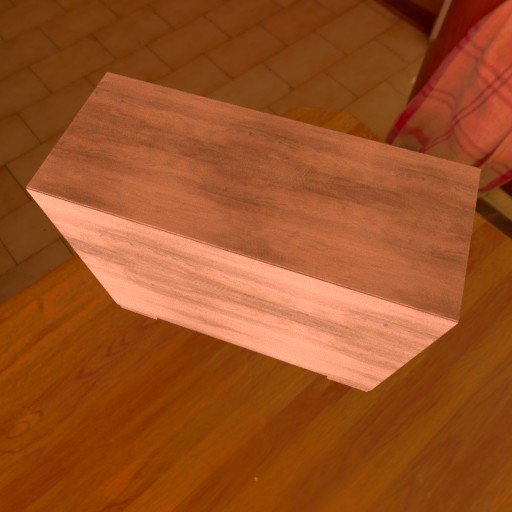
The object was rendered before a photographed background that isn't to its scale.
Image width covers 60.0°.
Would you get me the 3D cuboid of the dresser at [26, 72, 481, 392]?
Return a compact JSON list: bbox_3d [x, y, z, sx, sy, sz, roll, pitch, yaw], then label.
[{"bbox_3d":[0.000,0.000,1.405,0.994,0.816,0.404,17,65,8],"label":"dresser"}]
